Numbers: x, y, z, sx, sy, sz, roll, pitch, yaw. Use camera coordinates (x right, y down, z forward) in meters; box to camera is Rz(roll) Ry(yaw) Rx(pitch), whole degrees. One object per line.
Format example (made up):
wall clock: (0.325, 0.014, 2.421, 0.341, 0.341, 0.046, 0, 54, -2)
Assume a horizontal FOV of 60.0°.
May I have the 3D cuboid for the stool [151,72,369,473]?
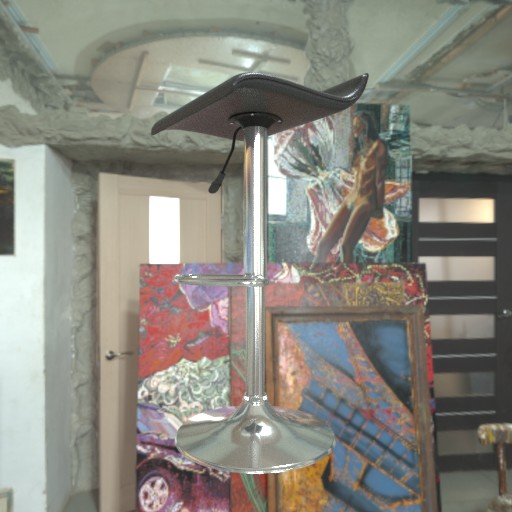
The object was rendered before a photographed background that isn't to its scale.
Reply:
stool: (0.000, 0.000, 1.057, 0.381, 0.851, 0.381, 0, 0, -37)
